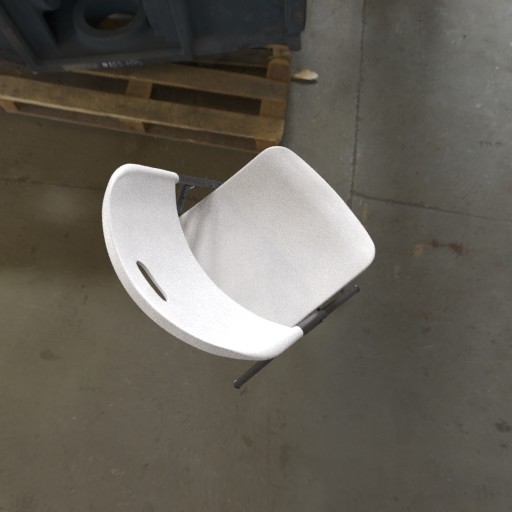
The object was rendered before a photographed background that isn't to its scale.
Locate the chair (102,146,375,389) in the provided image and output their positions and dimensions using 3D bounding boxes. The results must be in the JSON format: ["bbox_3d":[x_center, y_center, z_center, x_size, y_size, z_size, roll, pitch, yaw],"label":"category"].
[{"bbox_3d":[0.000,0.000,1.202,0.566,0.810,0.494,-37,78,-9],"label":"chair"}]
